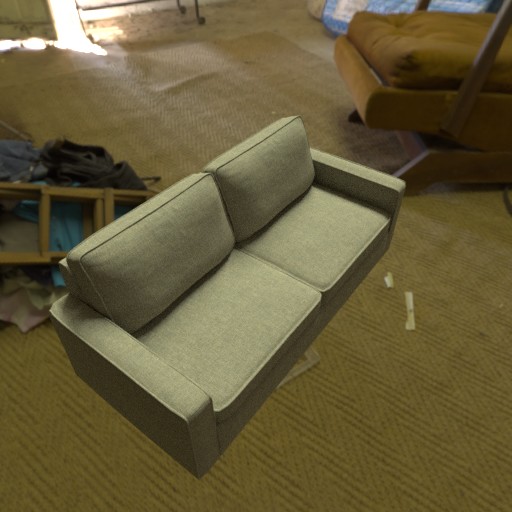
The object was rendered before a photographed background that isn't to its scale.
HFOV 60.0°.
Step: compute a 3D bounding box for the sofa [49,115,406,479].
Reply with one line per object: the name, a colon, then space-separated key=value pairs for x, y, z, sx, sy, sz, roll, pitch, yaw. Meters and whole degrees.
sofa: x=0.000 y=0.000 z=2.562 sx=0.945 sy=0.918 sz=2.078 roll=27 pitch=49 yaw=26
